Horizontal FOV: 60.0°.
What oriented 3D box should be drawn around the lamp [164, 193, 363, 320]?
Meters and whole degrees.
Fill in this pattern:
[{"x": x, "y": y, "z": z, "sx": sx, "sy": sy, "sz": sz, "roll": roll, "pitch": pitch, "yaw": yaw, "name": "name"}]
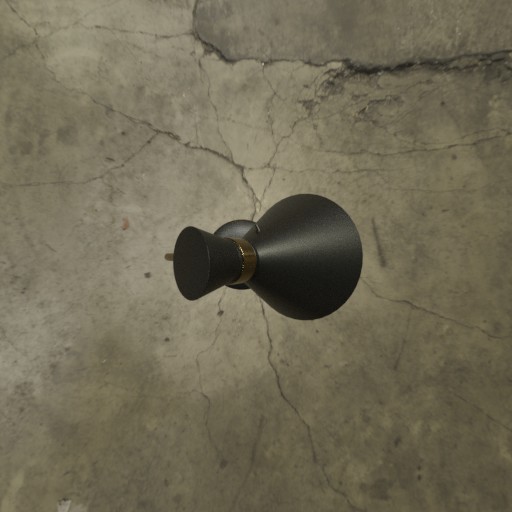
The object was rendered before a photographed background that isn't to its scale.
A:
[{"x": 0.000, "y": 0.000, "z": 0.788, "sx": 0.292, "sy": 0.647, "sz": 0.189, "roll": 0, "pitch": 91, "yaw": 0, "name": "lamp"}]
